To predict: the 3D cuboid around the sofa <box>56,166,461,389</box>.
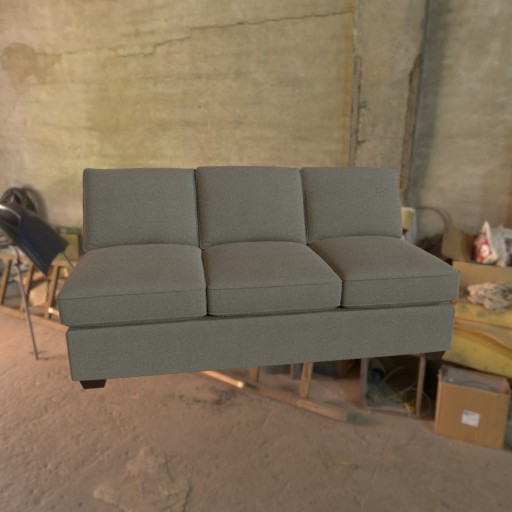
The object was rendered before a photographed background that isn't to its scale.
[{"bbox_3d":[0.000,0.000,2.719,2.092,1.036,1.127,-3,16,-9],"label":"sofa"}]
